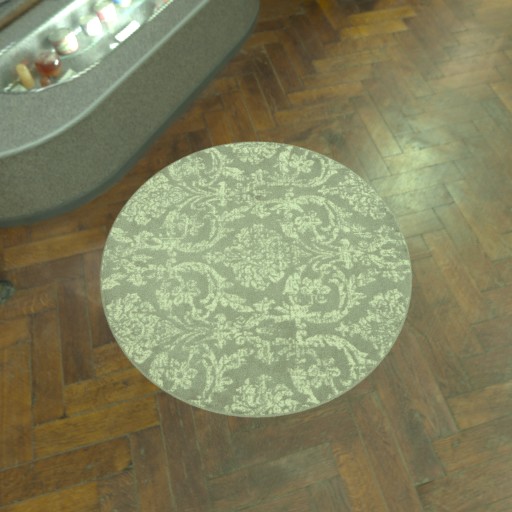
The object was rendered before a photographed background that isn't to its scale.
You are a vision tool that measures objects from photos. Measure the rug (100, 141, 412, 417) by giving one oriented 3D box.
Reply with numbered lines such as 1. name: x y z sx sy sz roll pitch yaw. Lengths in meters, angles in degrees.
1. rug: 0.000 0.000 2.295 1.593 0.012 1.593 0 61 0
